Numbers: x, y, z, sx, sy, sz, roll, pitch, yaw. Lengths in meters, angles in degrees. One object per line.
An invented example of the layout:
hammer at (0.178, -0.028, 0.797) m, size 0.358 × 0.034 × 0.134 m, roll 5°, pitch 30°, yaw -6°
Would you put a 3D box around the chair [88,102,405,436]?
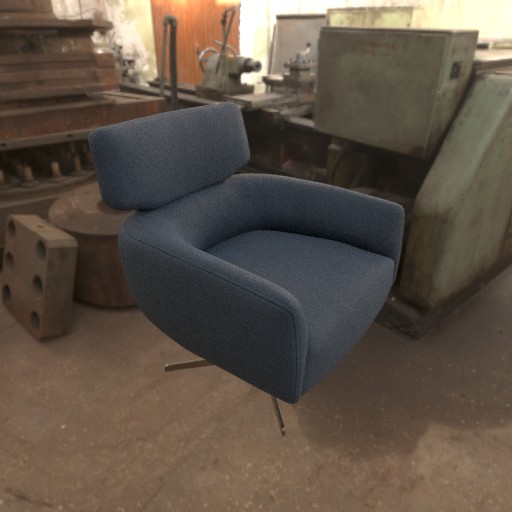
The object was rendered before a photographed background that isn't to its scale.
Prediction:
chair at (0.000, 0.000, 1.392) m, size 0.761 × 0.813 × 0.738 m, roll 18°, pitch 32°, yaw 30°
